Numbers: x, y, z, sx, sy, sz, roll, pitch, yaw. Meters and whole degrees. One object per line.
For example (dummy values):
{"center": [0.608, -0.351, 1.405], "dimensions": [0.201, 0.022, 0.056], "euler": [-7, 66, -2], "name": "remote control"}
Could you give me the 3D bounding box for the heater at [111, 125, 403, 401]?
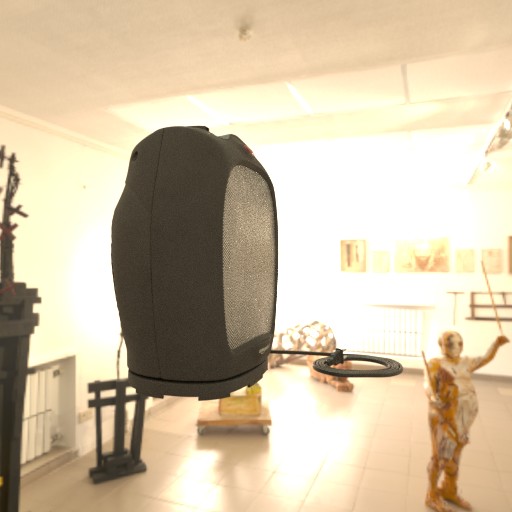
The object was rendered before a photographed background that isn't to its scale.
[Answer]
{"center": [0.000, 0.000, 0.471], "dimensions": [0.291, 0.255, 0.239], "euler": [0, 0, 21], "name": "heater"}
